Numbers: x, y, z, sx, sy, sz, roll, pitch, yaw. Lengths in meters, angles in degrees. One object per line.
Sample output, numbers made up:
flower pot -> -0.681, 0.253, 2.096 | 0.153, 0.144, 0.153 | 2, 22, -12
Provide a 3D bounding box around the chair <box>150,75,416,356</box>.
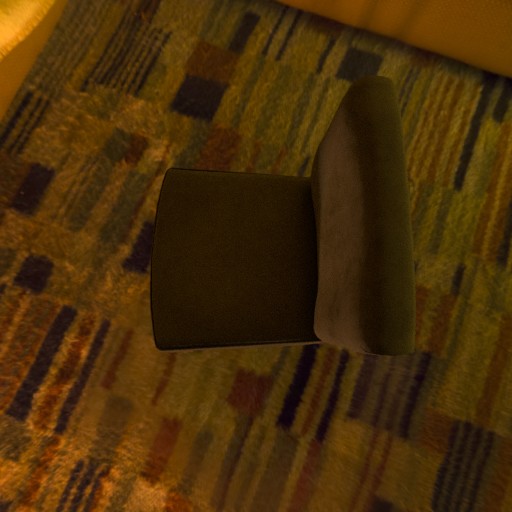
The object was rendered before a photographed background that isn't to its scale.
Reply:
chair -> 0.000, 0.000, 1.164 | 0.554, 0.806, 0.521 | 0, 76, 0
